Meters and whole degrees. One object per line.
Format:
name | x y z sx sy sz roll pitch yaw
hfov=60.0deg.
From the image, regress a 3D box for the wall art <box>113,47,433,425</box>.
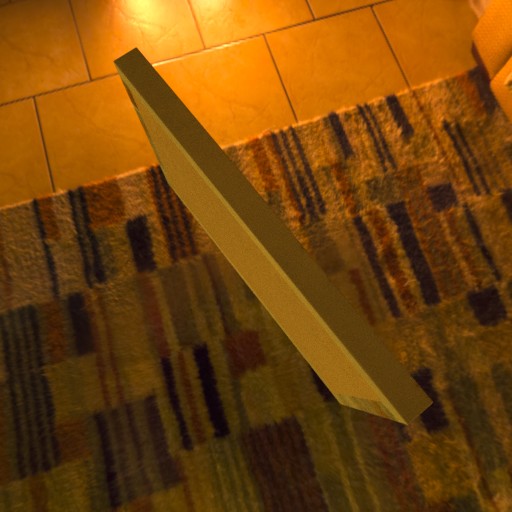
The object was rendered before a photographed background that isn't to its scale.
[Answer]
wall art | 0.000 0.000 0.758 0.041 0.407 0.606 -37 78 -9
